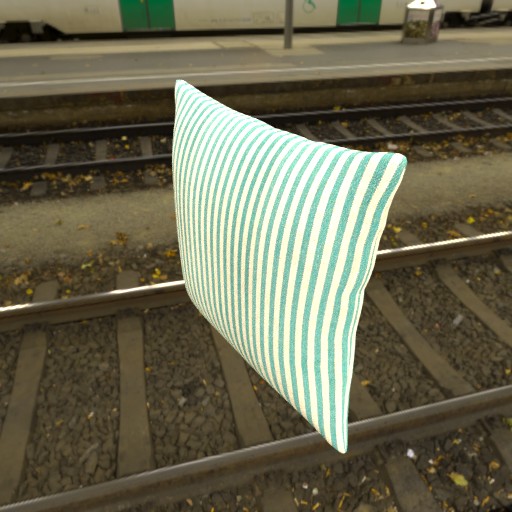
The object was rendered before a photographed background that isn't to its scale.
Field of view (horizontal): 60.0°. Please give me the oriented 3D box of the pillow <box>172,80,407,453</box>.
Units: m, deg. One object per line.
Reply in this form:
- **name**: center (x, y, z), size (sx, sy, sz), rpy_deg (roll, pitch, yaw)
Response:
- **pillow**: center (0.000, 0.000, 0.778), size (0.166, 0.510, 0.523), rpy_deg (-21, 38, -30)
